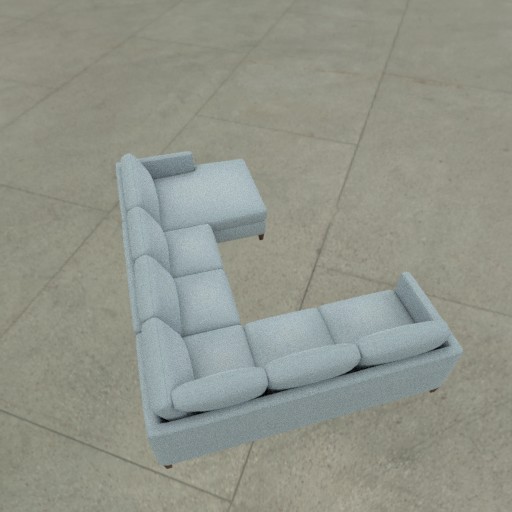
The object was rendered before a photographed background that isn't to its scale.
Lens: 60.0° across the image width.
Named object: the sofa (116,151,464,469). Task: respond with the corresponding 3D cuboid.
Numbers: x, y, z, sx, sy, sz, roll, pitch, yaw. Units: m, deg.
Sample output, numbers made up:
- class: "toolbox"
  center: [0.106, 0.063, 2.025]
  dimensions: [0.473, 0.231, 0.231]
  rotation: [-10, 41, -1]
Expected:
- class: "sofa"
  center: [0.000, 0.000, 4.568]
  dimensions: [2.551, 0.889, 3.403]
  rotation: [-12, 48, -11]
